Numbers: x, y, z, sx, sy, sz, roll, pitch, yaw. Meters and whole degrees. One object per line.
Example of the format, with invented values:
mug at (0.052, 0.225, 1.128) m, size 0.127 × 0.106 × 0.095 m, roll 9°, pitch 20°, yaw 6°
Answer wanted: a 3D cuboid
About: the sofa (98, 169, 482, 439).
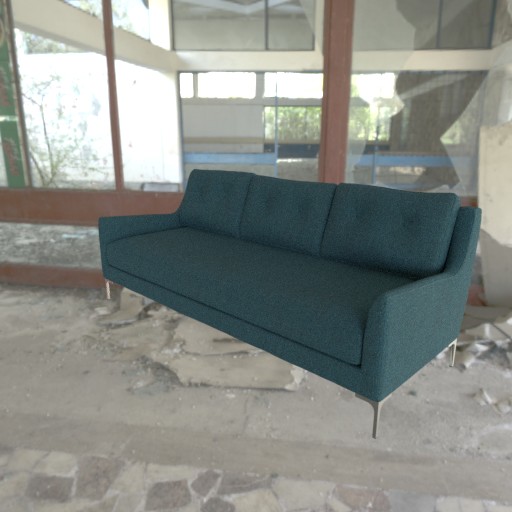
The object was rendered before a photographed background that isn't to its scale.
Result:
sofa at (0.000, 0.000, 2.472) m, size 2.060 × 0.837 × 0.849 m, roll 15°, pitch 22°, yaw 42°
